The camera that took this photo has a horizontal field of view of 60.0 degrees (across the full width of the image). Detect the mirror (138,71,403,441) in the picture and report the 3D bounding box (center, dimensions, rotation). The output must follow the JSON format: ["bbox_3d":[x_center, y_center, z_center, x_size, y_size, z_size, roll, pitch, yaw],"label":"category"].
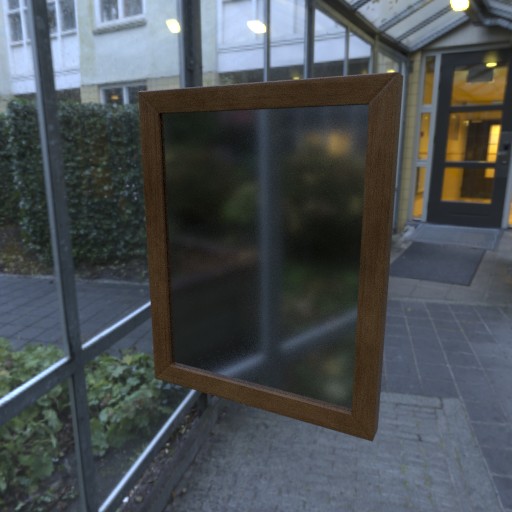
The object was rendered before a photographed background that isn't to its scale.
[{"bbox_3d":[0.000,0.000,0.698,0.405,0.508,0.041,7,15,26],"label":"mirror"}]
